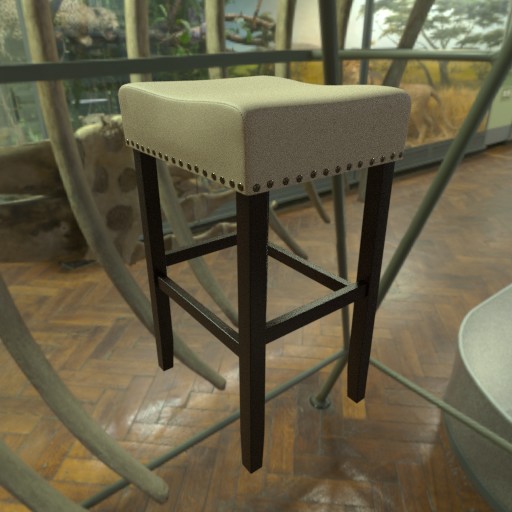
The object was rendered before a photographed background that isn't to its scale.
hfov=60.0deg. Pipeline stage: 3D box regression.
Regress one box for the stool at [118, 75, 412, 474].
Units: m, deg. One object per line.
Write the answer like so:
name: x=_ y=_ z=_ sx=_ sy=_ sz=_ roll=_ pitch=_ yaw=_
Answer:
stool: x=0.000 y=0.000 z=1.051 sx=0.401 sy=0.762 sz=0.471 roll=-19 pitch=31 yaw=-33
